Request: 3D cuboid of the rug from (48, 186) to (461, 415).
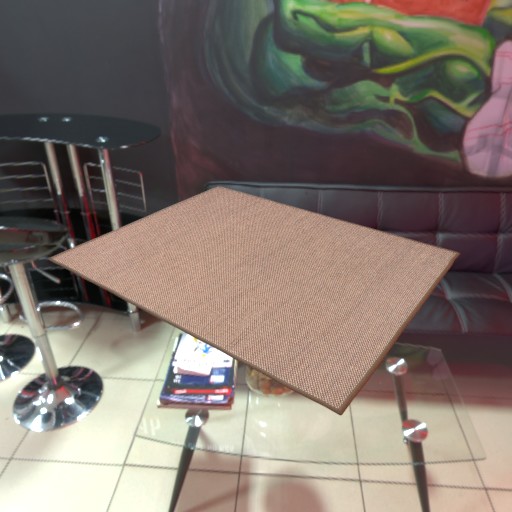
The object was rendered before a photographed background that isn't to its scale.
[{"bbox_3d":[0.000,0.000,4.147,3.041,0.020,2.413,20,35,32],"label":"rug"}]
